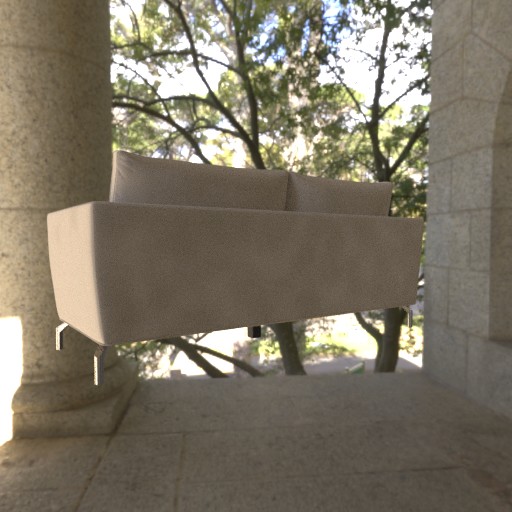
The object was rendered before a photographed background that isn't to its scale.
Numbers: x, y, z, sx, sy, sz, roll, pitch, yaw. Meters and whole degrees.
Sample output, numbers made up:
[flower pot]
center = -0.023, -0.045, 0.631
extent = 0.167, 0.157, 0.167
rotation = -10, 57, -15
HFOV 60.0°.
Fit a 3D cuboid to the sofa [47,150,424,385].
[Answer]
[sofa]
center = 0.000, 0.000, 2.723
extent = 2.214, 1.005, 0.868
rotation = -1, 2, -36
